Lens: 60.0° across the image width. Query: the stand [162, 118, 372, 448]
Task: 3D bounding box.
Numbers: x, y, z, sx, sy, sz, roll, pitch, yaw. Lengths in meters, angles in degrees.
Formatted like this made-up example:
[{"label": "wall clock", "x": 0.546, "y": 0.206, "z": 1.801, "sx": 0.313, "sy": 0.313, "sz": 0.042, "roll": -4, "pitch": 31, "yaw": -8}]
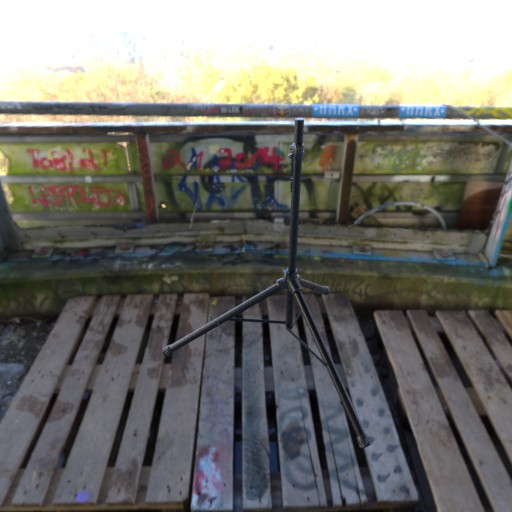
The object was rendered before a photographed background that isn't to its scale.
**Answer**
[{"label": "stand", "x": 0.000, "y": 0.000, "z": 1.863, "sx": 0.907, "sy": 1.136, "sz": 1.045, "roll": 0, "pitch": 32, "yaw": 0}]
